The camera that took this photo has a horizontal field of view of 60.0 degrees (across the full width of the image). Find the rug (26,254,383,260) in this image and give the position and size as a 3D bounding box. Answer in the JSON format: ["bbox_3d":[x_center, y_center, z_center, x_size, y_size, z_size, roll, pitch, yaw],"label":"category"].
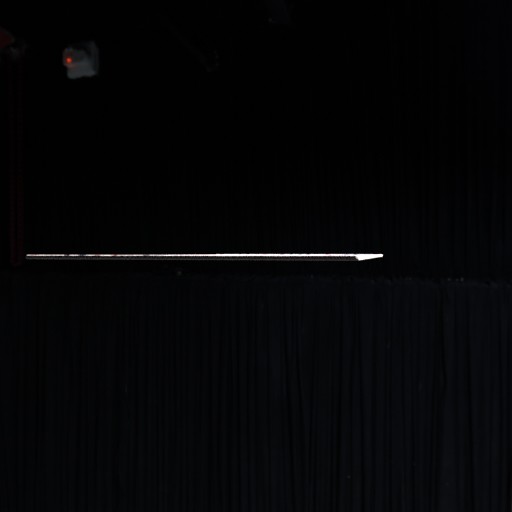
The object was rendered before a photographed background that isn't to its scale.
[{"bbox_3d":[0.000,0.000,2.330,1.225,0.015,1.840,0,0,18],"label":"rug"}]
